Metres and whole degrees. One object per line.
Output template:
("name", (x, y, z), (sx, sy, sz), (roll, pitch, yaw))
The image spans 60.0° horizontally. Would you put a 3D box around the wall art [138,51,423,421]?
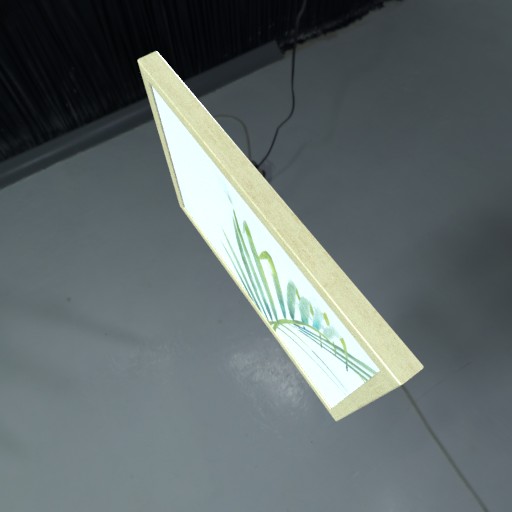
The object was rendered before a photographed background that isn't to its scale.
("wall art", (0.000, 0.000, 0.695), (0.032, 0.381, 0.533), (-32, 69, -14))
